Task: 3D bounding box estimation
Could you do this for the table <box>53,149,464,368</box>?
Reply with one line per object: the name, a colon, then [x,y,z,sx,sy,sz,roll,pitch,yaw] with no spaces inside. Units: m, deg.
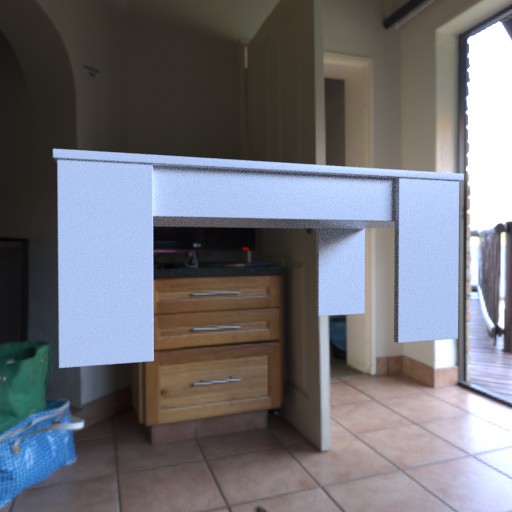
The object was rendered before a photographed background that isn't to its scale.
table: [0.000,0.000,1.269,1.000,0.440,0.500,0,1,-17]
